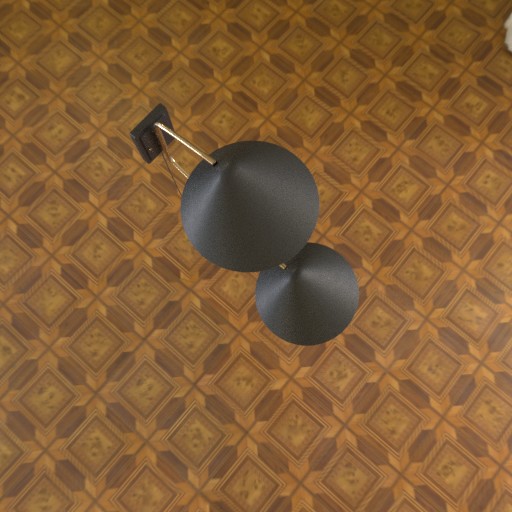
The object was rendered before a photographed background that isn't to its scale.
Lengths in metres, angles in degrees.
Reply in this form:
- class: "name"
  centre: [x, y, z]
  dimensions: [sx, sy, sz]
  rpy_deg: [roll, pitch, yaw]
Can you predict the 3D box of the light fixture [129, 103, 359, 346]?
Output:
- class: "light fixture"
  centre: [0.000, 0.000, 0.848]
  dimensions: [0.422, 0.665, 0.189]
  rpy_deg: [39, 79, 9]
